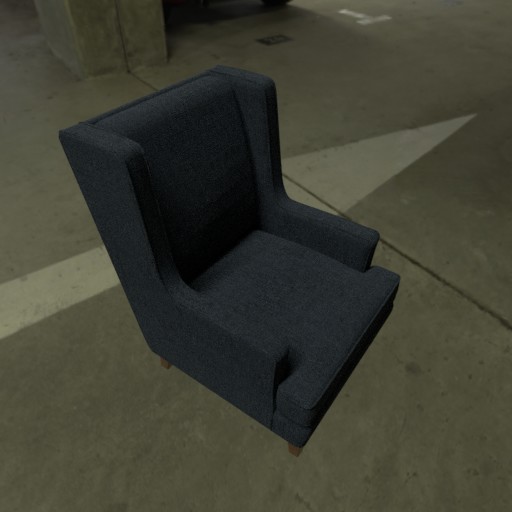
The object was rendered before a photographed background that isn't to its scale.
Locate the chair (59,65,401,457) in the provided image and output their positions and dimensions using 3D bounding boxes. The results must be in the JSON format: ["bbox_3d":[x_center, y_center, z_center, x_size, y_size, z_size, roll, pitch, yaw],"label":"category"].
[{"bbox_3d":[0.000,0.000,1.698,0.947,1.072,0.764,25,46,26],"label":"chair"}]
